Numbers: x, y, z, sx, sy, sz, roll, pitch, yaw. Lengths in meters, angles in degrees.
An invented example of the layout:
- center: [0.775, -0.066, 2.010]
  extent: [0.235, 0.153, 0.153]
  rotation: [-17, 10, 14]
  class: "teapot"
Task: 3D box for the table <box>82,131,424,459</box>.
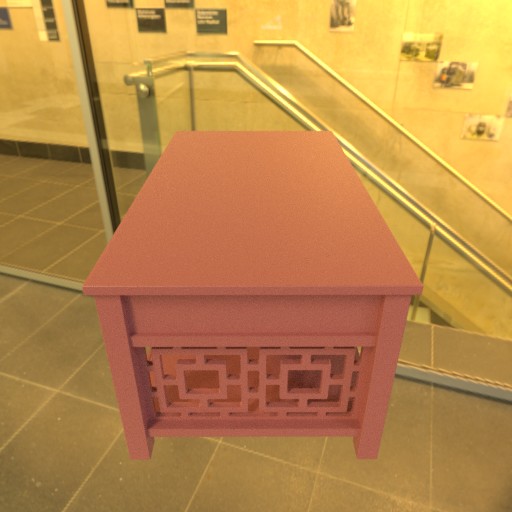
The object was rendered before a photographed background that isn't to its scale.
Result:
- center: [0.000, 0.000, 1.362]
  extent: [0.612, 0.493, 1.068]
  rotation: [0, 30, 0]
  class: "table"
